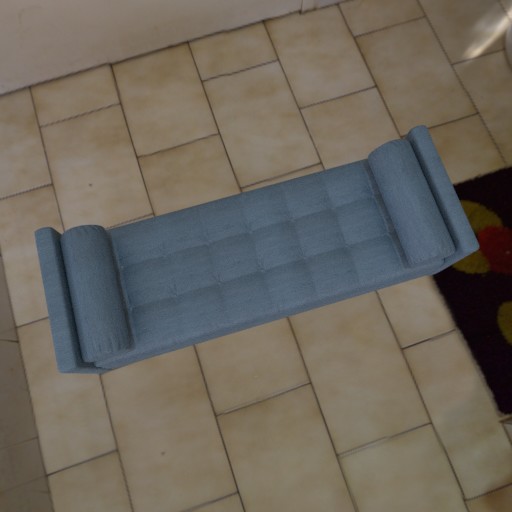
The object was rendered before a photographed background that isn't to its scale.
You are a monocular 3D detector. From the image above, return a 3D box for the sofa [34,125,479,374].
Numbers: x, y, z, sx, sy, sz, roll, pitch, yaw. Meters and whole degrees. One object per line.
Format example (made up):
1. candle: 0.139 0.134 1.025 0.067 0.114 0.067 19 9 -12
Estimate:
1. sofa: 0.000 0.000 2.353 1.981 0.635 0.686 -16 75 -4
